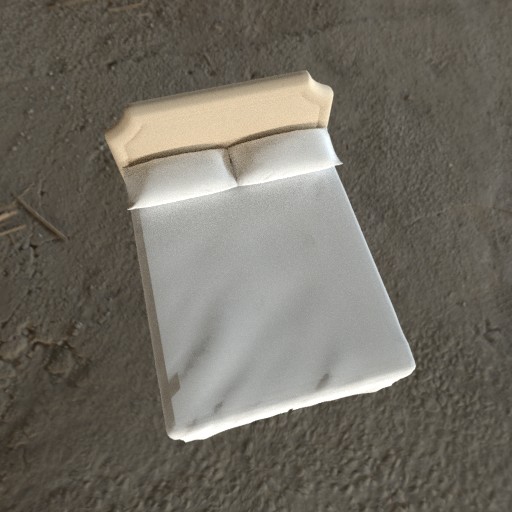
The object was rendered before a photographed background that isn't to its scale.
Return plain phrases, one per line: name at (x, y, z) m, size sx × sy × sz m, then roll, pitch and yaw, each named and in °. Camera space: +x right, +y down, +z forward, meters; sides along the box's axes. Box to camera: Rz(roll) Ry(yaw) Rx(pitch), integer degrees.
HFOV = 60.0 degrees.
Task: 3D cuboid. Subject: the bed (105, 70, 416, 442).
bed at (0.000, 0.000, 3.860) m, size 2.134 × 1.524 × 2.548 m, roll -13°, pitch 65°, yaw -6°
